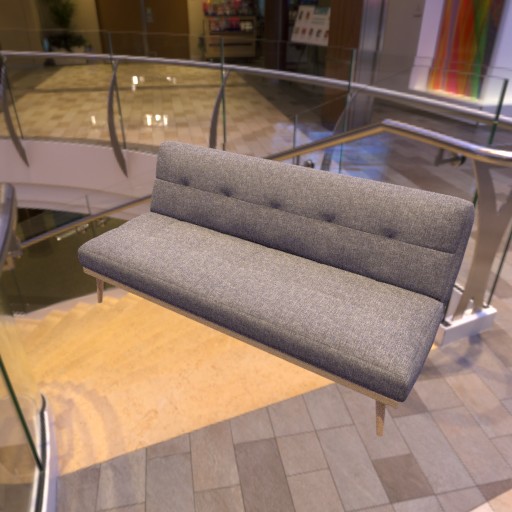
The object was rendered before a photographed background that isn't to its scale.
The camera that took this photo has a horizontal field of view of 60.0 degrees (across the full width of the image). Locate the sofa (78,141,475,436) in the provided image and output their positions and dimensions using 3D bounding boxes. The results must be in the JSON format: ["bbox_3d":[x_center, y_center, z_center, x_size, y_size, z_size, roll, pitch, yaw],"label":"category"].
[{"bbox_3d":[0.000,0.000,2.254,1.820,0.770,0.820,18,34,28],"label":"sofa"}]
